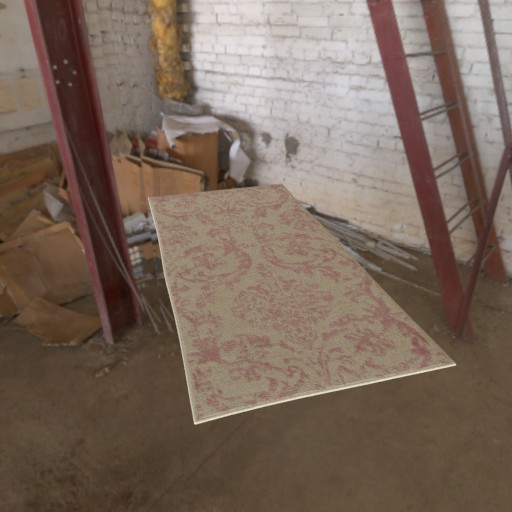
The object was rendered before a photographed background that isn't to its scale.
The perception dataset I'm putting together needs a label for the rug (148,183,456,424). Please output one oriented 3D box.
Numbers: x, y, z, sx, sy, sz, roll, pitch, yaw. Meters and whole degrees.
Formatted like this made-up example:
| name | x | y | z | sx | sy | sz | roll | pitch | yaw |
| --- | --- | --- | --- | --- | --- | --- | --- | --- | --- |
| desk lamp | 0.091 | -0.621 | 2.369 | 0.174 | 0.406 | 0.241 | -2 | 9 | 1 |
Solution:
| name | x | y | z | sx | sy | sz | roll | pitch | yaw |
| --- | --- | --- | --- | --- | --- | --- | --- | --- | --- |
| rug | 0.000 | 0.000 | 1.451 | 0.604 | 0.007 | 1.219 | -8 | 31 | -14 |
